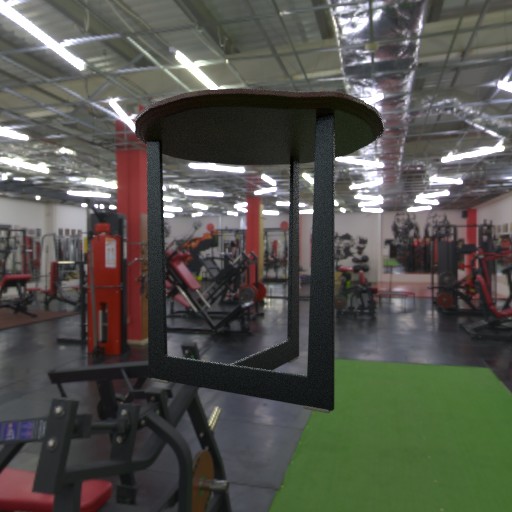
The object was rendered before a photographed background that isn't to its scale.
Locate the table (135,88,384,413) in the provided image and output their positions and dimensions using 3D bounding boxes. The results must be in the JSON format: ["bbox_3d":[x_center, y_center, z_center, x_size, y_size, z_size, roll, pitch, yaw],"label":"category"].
[{"bbox_3d":[0.000,0.000,0.864,0.477,0.476,0.494,0,1,18],"label":"table"}]
